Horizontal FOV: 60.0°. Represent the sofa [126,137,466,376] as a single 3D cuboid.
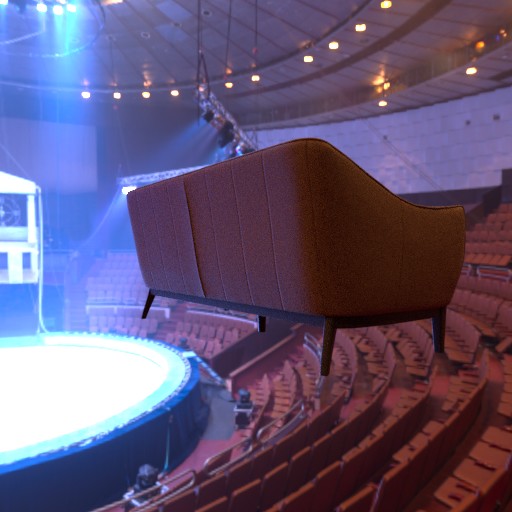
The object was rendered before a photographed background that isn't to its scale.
[{"bbox_3d":[0.000,0.000,2.401,0.869,0.830,1.928,0,1,-36],"label":"sofa"}]
